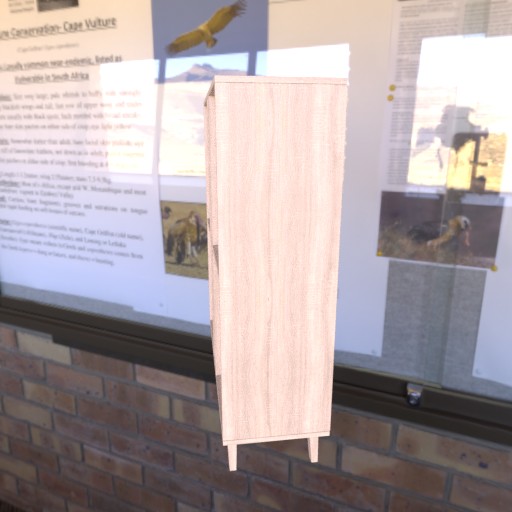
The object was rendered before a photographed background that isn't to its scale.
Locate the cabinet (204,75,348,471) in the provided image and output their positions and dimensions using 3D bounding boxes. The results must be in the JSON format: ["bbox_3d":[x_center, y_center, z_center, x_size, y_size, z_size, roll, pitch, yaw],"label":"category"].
[{"bbox_3d":[0.000,0.000,2.008,0.398,1.388,1.111,-2,15,-8],"label":"cabinet"}]
